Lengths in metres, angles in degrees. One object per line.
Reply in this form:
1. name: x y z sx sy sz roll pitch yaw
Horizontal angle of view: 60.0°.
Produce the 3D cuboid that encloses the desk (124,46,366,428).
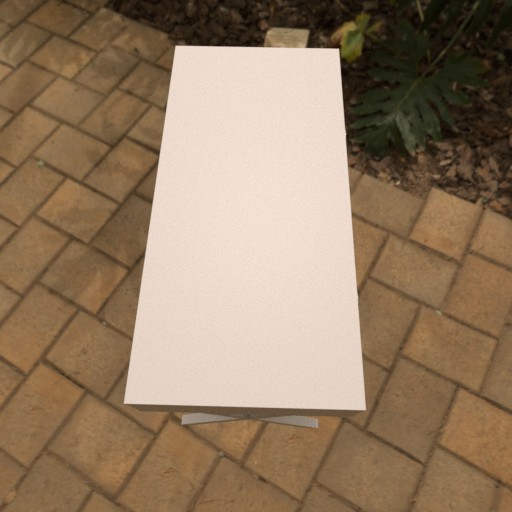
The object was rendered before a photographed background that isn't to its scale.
1. desk: 0.000 0.000 1.497 0.525 0.780 1.057 1 65 1
